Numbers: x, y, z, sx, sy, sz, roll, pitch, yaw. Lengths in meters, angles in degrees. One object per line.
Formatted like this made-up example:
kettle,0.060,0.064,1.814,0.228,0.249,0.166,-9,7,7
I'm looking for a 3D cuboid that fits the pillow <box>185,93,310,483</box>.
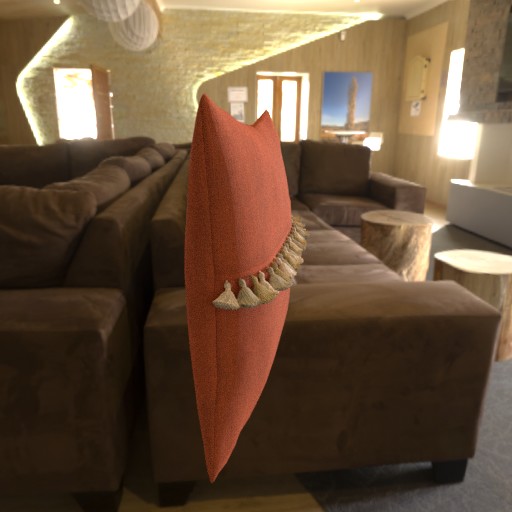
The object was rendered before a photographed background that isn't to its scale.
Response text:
pillow,0.000,0.000,0.738,0.165,0.482,0.490,3,17,9
